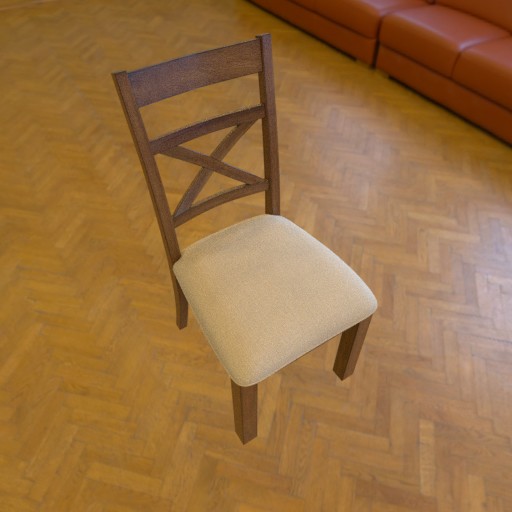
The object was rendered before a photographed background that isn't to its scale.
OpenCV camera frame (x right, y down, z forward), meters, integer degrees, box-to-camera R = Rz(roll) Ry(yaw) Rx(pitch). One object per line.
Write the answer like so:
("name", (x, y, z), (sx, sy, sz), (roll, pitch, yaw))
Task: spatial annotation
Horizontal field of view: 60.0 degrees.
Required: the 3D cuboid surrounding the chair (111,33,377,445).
("chair", (0.000, 0.000, 1.238), (0.461, 0.949, 0.581), (-25, 52, -21))
